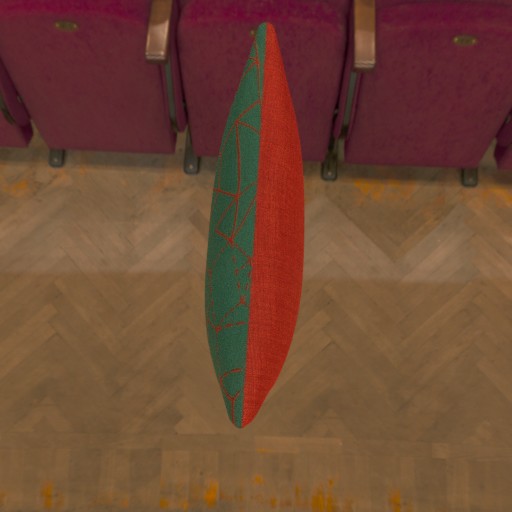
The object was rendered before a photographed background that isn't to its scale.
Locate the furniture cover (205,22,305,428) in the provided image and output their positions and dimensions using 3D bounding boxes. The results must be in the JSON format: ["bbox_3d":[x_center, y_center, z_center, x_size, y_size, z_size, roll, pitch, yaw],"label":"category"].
[{"bbox_3d":[0.000,0.000,0.769,0.158,0.508,0.517,3,74,1],"label":"furniture cover"}]
